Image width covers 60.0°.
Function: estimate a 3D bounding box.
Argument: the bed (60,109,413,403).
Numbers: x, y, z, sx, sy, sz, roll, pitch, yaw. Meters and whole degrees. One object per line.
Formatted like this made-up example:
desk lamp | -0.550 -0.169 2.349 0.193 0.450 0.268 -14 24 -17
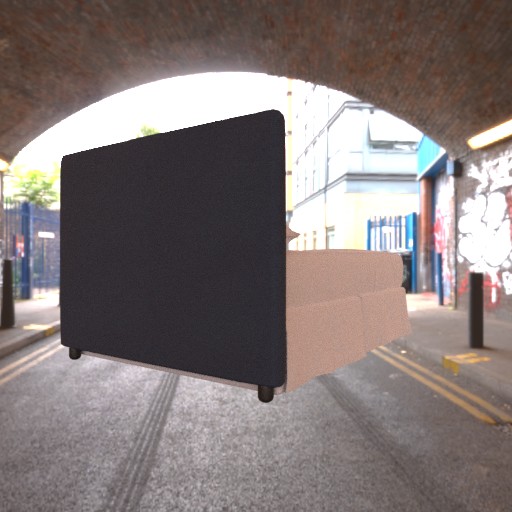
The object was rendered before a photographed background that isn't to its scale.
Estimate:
bed | 0.000 0.000 3.281 1.713 1.330 2.162 0 0 34
